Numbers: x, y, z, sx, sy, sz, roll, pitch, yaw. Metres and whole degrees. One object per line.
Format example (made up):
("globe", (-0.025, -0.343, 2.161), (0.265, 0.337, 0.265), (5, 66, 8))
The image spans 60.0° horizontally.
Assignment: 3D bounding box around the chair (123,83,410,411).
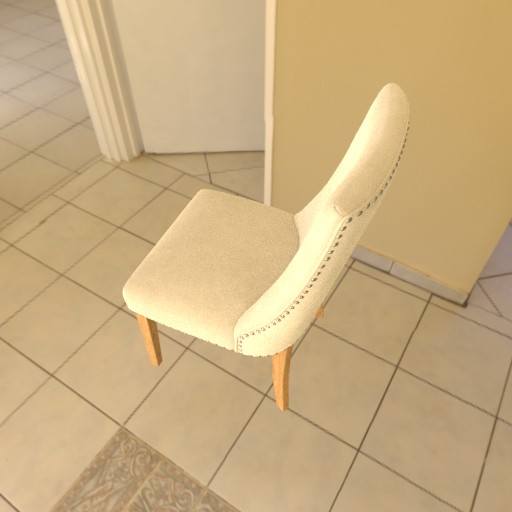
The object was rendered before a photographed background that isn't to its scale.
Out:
("chair", (0.000, 0.000, 1.243), (0.610, 0.902, 0.495), (17, 50, 15))
